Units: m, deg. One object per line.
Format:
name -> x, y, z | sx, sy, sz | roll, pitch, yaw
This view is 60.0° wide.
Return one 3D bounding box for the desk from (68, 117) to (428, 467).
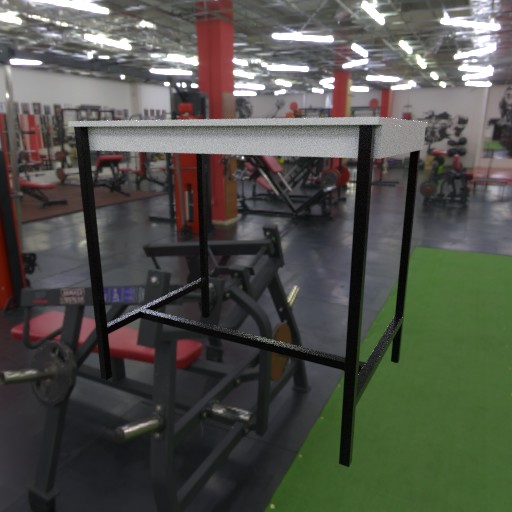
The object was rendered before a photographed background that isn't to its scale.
desk -> 0.000, 0.000, 1.322 | 0.811, 0.766, 0.573 | 8, 18, 27
